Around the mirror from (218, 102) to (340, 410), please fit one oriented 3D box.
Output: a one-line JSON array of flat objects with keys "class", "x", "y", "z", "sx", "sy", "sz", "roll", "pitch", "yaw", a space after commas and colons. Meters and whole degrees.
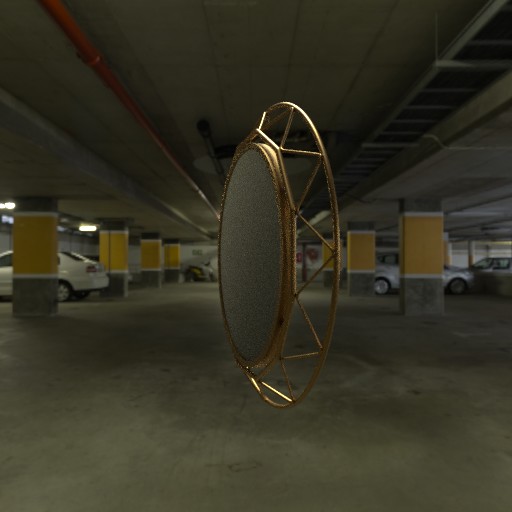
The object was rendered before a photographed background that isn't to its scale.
[{"class": "mirror", "x": 0.000, "y": 0.000, "z": 0.683, "sx": 0.043, "sy": 0.454, "sz": 0.454, "roll": 0, "pitch": -1, "yaw": -18}]
